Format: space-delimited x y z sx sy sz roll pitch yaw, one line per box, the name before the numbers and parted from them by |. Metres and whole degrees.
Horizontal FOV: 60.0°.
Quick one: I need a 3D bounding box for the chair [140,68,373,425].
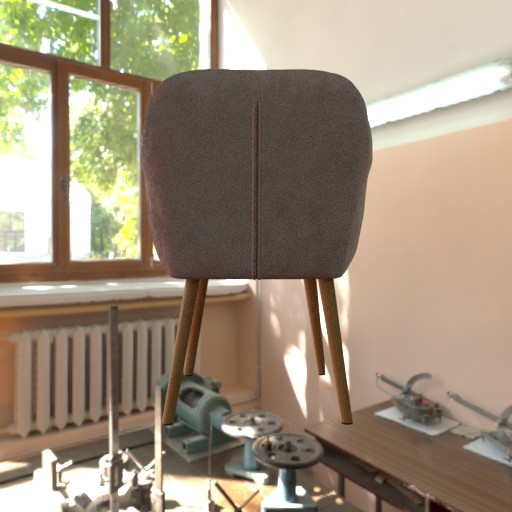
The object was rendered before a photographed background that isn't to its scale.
chair | 0.000 0.000 1.256 0.610 0.832 0.570 0 1 -1
